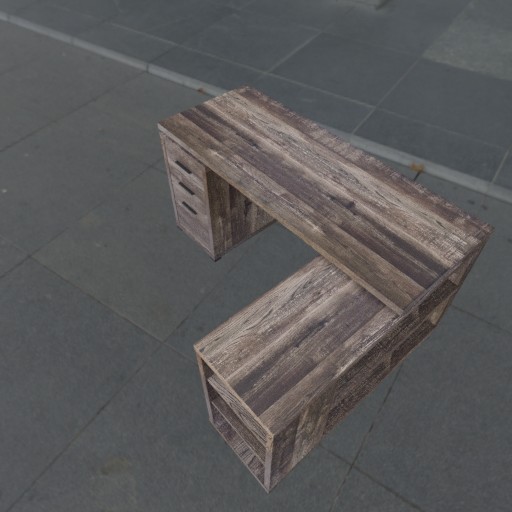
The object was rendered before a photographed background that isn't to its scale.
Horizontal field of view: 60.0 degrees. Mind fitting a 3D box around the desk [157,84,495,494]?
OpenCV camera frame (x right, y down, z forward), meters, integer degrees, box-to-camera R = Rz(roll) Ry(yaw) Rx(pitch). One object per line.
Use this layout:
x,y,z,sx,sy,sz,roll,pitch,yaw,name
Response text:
0.000,0.000,2.167,1.200,0.753,1.524,-33,57,-26,desk
